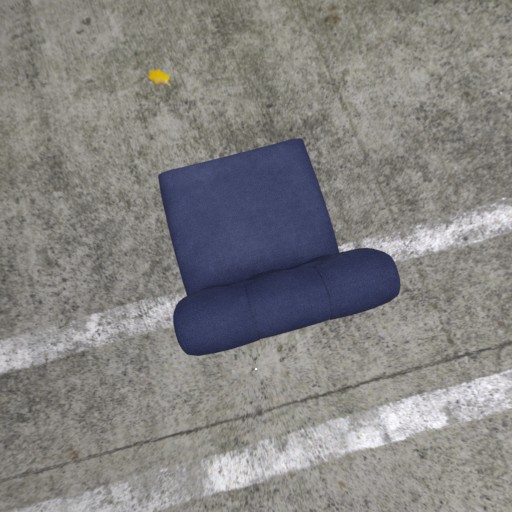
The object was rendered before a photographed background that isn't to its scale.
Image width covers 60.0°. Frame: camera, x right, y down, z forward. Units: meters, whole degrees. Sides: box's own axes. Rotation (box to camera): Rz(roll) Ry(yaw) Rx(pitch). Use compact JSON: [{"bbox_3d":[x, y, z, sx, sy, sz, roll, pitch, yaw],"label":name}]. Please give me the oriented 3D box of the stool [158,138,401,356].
[{"bbox_3d":[0.000,0.000,1.472,0.493,1.140,0.601,-15,76,-4],"label":"stool"}]
